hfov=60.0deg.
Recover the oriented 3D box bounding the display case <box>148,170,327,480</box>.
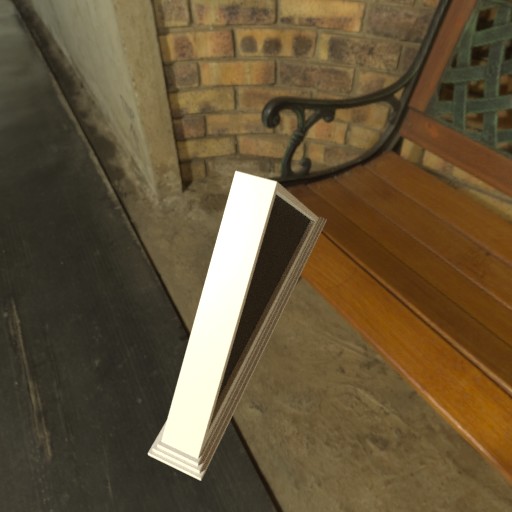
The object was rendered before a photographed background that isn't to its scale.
[{"bbox_3d":[0.000,0.000,0.767,0.095,0.340,0.640,18,50,16],"label":"display case"}]
